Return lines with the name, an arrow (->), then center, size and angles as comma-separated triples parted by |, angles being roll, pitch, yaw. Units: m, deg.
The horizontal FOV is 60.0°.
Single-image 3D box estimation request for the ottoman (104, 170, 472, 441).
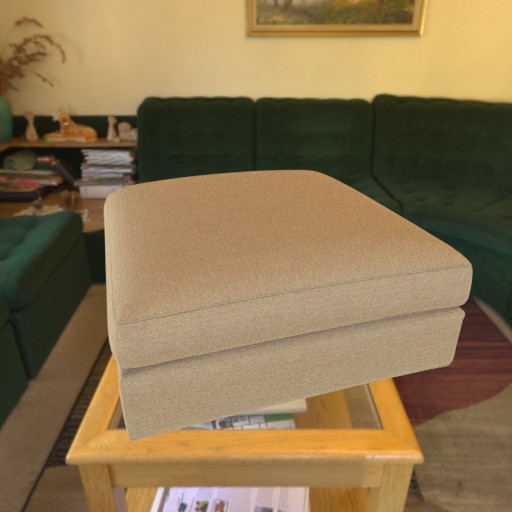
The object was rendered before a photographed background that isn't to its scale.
ottoman -> 0.000, 0.000, 1.628 | 1.041, 0.470, 1.041 | -8, 27, -16
